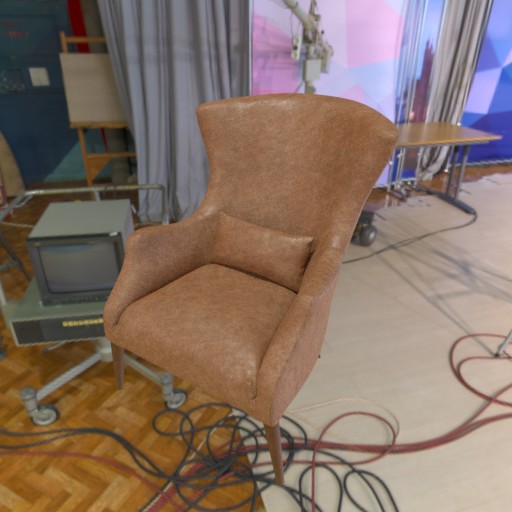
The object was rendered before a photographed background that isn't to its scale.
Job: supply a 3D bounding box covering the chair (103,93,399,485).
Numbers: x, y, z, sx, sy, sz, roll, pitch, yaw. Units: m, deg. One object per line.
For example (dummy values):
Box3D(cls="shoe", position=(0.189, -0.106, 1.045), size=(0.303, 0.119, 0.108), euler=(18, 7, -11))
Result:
Box3D(cls="chair", position=(0.000, 0.000, 1.715), size=(0.846, 1.067, 0.955), euler=(18, 34, 29))
